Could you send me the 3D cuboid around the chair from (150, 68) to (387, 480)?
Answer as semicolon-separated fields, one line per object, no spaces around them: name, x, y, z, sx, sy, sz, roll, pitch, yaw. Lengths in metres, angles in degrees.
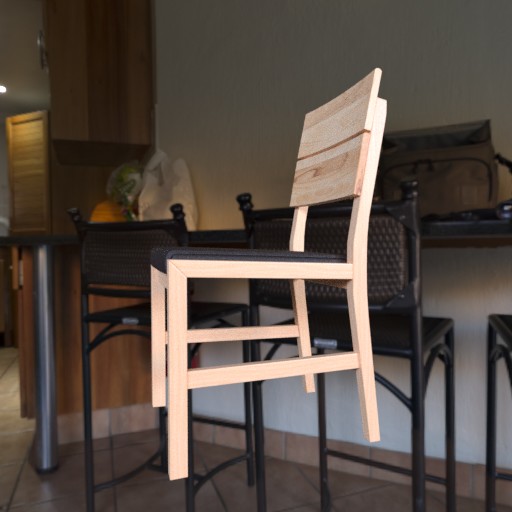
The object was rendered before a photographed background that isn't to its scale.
chair;0.000;0.000;1.250;0.560;0.950;0.475;-1;2;-18
